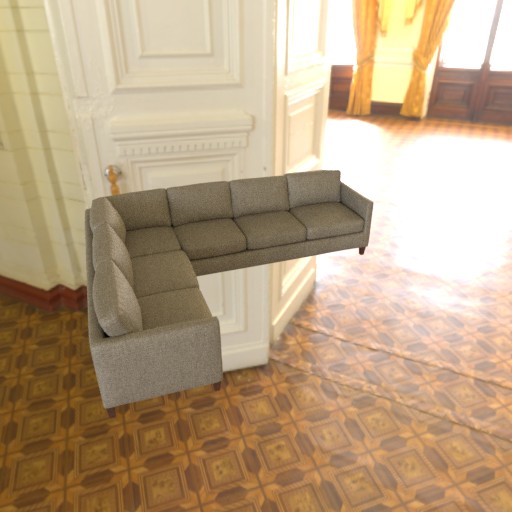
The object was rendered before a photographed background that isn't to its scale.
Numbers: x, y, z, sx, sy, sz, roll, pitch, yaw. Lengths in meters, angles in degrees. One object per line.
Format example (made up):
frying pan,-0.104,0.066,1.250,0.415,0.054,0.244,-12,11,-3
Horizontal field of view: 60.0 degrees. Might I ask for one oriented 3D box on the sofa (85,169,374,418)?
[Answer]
sofa,0.000,0.000,4.634,3.302,0.947,2.593,-10,31,-17
